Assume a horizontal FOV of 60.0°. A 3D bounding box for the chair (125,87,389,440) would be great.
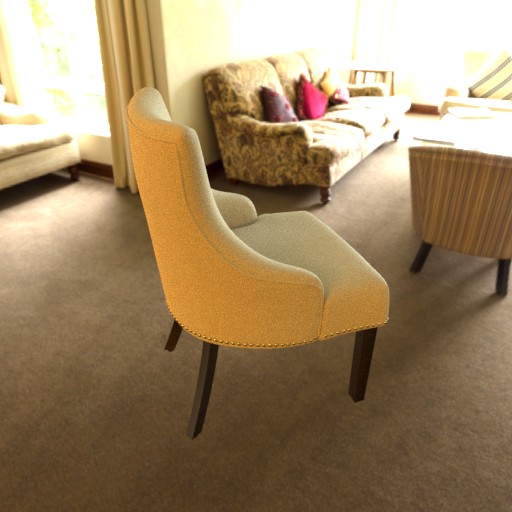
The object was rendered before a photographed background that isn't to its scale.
[{"bbox_3d":[0.000,0.000,1.320,0.629,0.909,0.566,-10,32,-17],"label":"chair"}]
